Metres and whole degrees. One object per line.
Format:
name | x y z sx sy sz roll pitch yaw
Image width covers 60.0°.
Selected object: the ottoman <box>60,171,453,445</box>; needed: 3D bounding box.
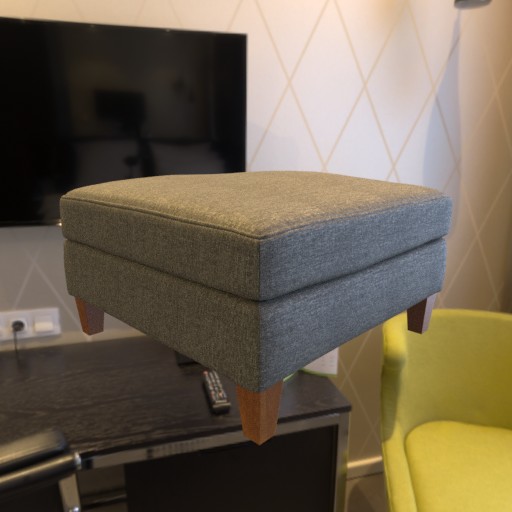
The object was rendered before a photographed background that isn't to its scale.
ottoman | 0.000 0.000 1.327 0.838 0.481 0.838 14 20 43
